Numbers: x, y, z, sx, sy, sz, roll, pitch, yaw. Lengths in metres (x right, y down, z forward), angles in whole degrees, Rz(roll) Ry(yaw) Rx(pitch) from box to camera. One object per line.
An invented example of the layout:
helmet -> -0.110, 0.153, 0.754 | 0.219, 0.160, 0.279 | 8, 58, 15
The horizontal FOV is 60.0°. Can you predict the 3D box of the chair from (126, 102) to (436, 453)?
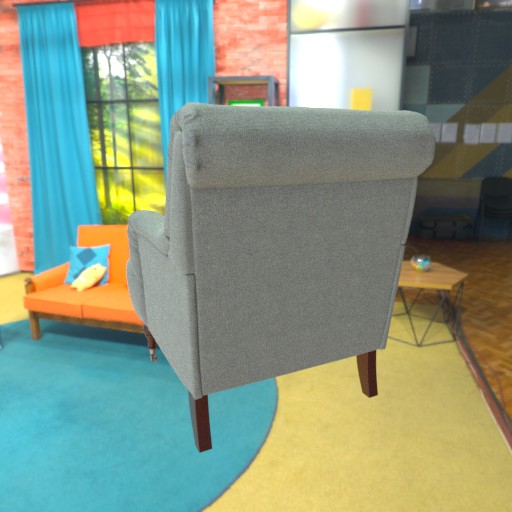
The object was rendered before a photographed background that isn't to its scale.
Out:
chair -> 0.000, 0.000, 1.919 | 0.964, 1.178, 1.060 | -7, 16, -26
